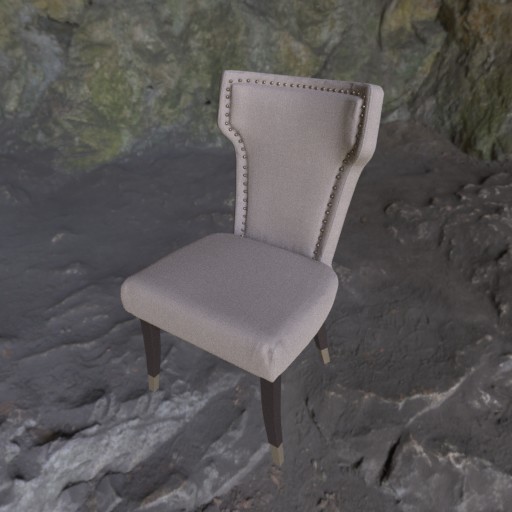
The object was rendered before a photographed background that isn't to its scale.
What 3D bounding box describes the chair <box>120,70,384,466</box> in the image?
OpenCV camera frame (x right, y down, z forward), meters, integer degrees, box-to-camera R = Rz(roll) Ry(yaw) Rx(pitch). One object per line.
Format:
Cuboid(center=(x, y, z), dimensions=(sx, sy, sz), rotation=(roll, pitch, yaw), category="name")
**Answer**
Cuboid(center=(0.000, 0.000, 1.321), dimensions=(0.526, 0.955, 0.630), rotation=(19, 35, 28), category="chair")
